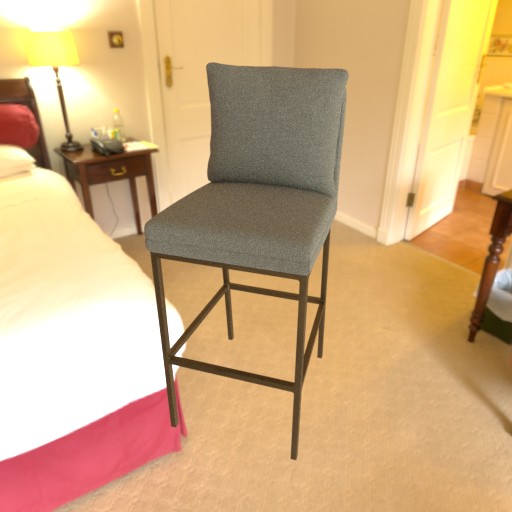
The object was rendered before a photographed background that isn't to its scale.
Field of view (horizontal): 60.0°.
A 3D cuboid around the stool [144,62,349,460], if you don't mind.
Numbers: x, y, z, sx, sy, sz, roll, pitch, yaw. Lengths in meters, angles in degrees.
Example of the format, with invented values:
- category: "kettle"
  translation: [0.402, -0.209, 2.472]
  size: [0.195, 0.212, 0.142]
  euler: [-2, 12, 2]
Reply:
- category: "stool"
  translation: [0.000, 0.000, 1.443]
  size: [0.463, 1.132, 0.569]
  euler: [8, 28, 16]
